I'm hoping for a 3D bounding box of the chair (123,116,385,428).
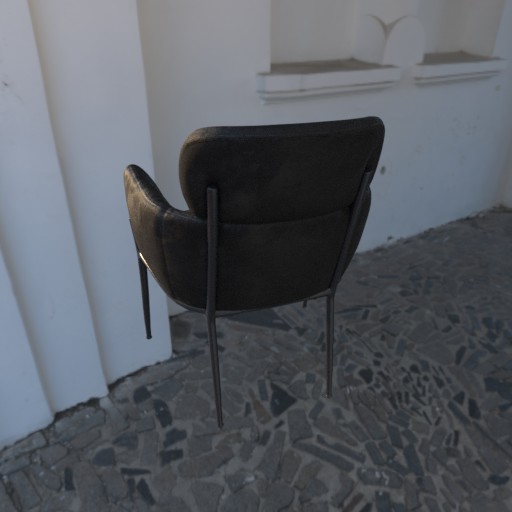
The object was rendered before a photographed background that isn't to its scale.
[{"bbox_3d":[0.000,0.000,1.235,0.640,0.818,0.604,-9,28,-17],"label":"chair"}]
